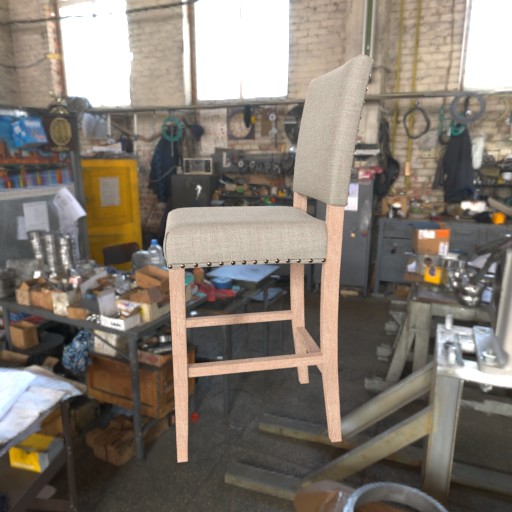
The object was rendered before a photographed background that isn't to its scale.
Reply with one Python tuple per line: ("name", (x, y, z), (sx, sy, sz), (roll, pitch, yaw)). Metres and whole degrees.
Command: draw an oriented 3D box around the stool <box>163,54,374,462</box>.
("stool", (0.000, 0.000, 1.468), (0.585, 1.173, 0.445), (-2, 14, -10))
